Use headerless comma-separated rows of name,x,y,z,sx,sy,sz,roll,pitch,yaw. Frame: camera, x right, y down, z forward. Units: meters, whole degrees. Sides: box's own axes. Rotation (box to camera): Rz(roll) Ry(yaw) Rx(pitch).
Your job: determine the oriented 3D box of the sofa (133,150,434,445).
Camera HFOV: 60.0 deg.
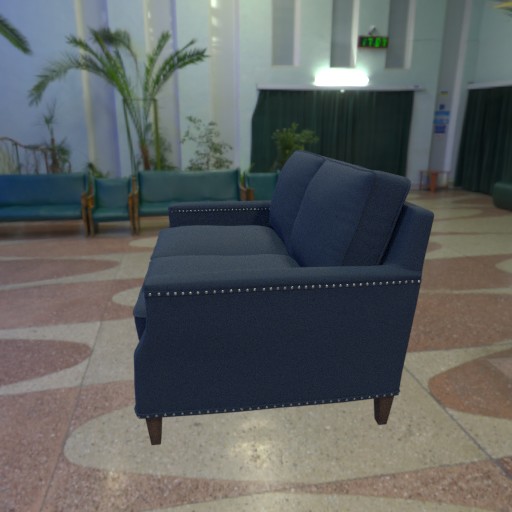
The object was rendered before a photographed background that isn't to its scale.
sofa,0.000,0.000,2.281,1.084,1.003,1.597,-2,17,-7
